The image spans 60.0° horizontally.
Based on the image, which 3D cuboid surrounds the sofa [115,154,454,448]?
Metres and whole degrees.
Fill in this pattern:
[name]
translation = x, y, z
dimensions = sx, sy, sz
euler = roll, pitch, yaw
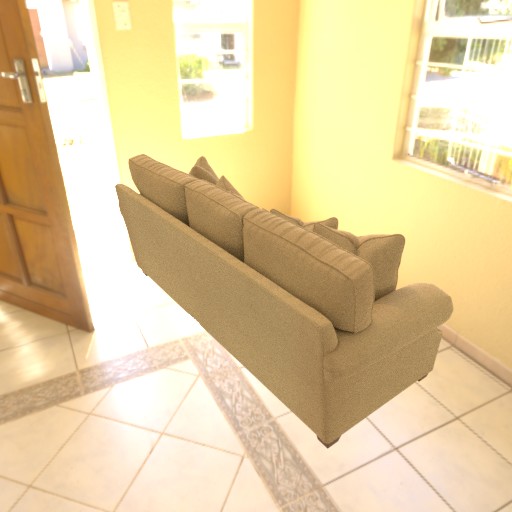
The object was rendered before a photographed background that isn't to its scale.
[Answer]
[sofa]
translation = 0.000, 0.000, 2.836
dimensions = 0.965, 0.975, 2.312
euler = -19, 33, -32
